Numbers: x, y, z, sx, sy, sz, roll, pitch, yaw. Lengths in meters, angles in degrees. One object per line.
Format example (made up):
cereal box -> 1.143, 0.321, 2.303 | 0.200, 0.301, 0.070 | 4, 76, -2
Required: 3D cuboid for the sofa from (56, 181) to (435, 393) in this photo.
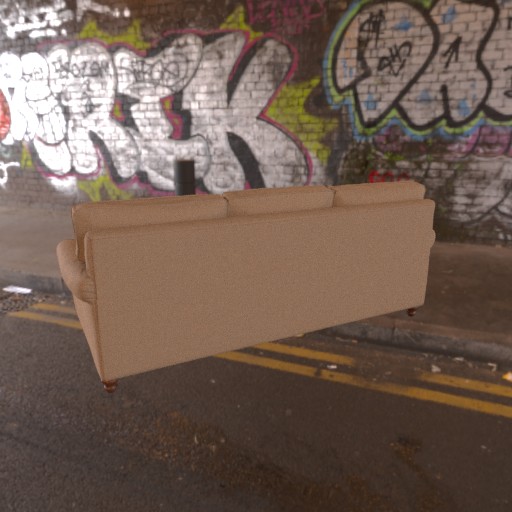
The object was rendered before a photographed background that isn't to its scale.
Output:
sofa -> 0.000, 0.000, 2.894 | 2.354, 0.948, 0.966 | -8, 17, -27
